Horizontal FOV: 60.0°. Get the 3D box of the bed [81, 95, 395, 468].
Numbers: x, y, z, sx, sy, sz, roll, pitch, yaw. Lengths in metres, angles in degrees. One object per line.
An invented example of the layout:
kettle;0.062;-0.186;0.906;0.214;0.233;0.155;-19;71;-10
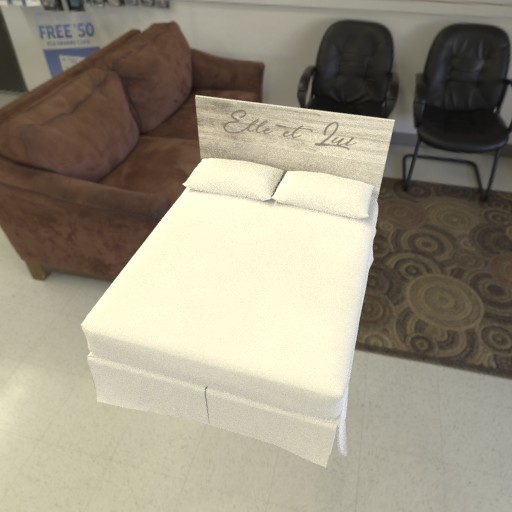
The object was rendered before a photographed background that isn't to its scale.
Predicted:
bed;0.000;0.000;3.166;1.745;1.335;2.094;12;43;13
